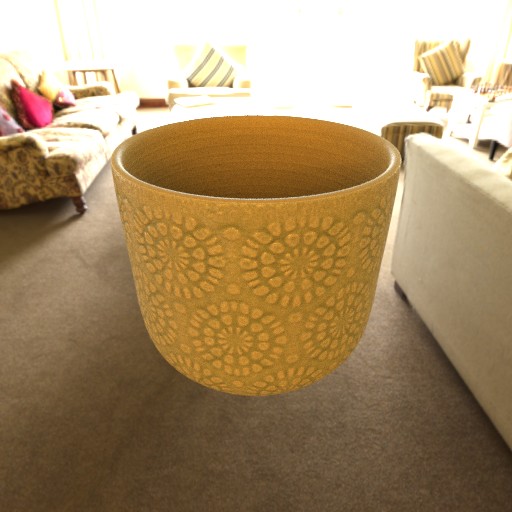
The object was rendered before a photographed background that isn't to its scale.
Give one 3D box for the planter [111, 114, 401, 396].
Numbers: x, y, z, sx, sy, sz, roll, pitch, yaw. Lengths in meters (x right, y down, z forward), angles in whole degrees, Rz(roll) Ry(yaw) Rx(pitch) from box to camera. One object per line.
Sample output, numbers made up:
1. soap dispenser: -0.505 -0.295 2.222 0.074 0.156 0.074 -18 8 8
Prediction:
1. planter: 0.000 0.000 0.305 0.169 0.153 0.169 0 30 0
